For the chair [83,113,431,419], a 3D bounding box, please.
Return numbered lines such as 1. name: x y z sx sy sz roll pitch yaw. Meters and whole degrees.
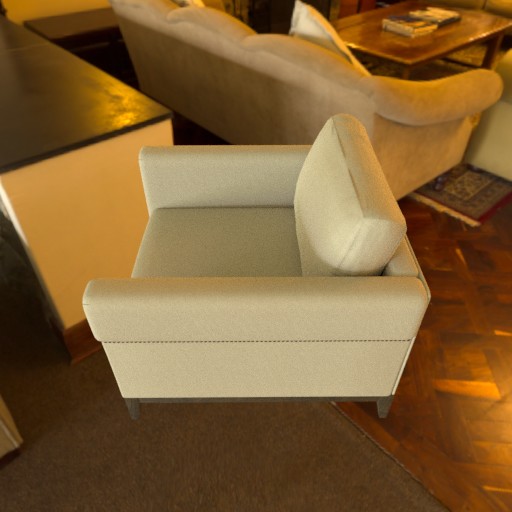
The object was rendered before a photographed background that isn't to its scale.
1. chair: 0.000 0.000 1.688 0.959 0.838 0.914 0 41 0
